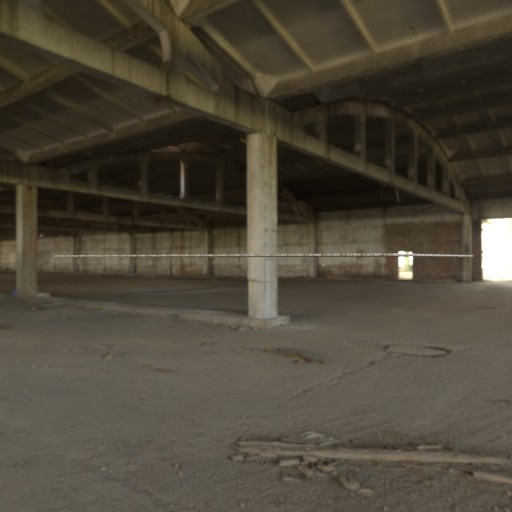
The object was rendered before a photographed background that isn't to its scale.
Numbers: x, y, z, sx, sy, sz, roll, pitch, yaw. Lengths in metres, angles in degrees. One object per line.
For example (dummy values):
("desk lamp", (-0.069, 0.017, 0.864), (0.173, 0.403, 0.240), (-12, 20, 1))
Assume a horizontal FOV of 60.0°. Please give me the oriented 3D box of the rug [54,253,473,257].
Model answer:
("rug", (0.000, 0.000, 3.042), (2.464, 0.010, 1.549), (0, 0, 36))
